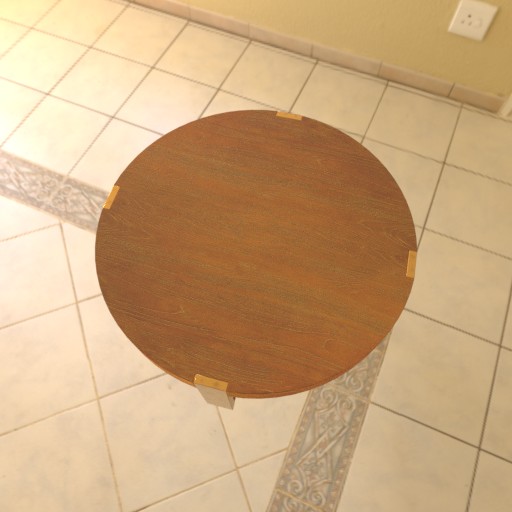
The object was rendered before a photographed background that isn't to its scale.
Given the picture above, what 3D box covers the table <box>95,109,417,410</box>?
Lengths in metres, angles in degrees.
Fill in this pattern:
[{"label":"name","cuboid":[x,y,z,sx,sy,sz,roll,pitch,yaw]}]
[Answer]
[{"label":"table","cuboid":[0.000,0.000,1.725,1.100,0.420,1.100,0,64,0]}]
